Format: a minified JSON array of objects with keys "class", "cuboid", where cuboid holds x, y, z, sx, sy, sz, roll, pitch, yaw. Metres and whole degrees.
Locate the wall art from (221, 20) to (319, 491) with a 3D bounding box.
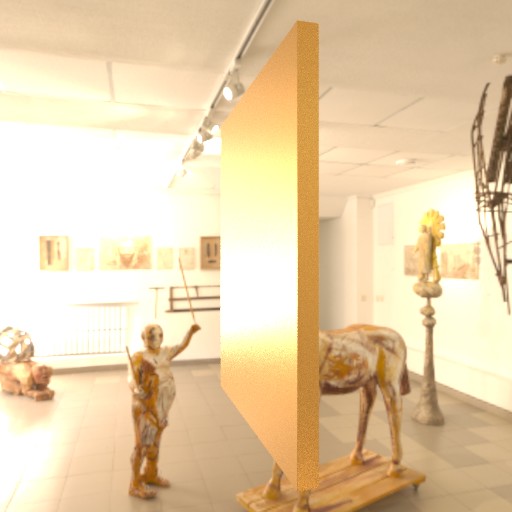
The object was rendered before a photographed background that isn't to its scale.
[{"class":"wall art","cuboid":[0.000,0.000,1.014,0.038,0.762,0.610,0,0,-16]}]
